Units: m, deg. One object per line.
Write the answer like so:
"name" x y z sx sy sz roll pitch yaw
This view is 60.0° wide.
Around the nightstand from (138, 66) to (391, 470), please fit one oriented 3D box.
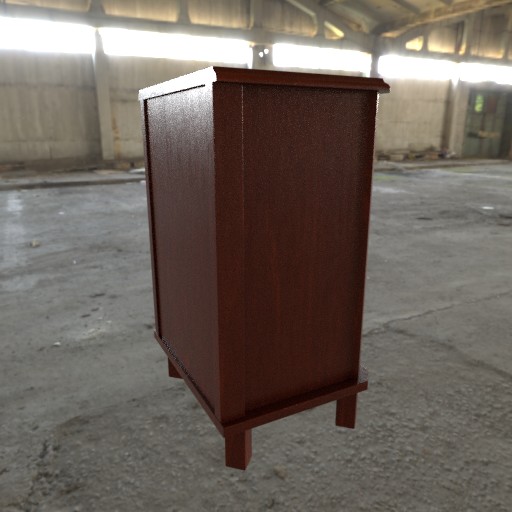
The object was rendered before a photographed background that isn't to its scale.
"nightstand" 0.000 0.000 0.945 0.351 0.681 0.435 -8 18 -27
